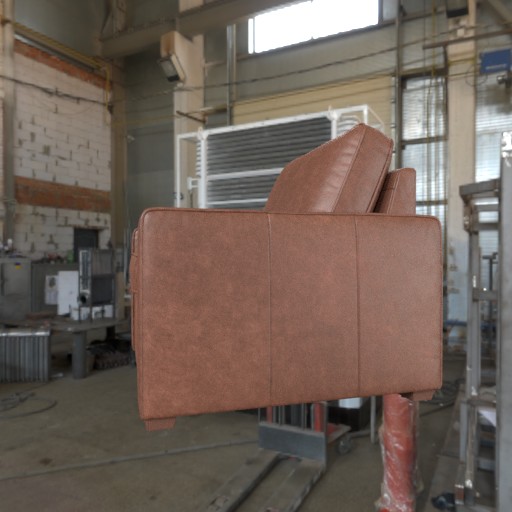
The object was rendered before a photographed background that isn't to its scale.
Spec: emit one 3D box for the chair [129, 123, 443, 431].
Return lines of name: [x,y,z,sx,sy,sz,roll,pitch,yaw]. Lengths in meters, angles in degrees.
chair: [0.000,0.000,1.722,0.940,0.919,1.017,0,0,-17]
